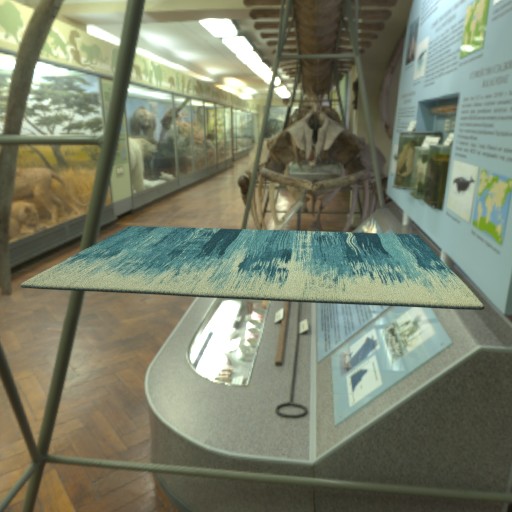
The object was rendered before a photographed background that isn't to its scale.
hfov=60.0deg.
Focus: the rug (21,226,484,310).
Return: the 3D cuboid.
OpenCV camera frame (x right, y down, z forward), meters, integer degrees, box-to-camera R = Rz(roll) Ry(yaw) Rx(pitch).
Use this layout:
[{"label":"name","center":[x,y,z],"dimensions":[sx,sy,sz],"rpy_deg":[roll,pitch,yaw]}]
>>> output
[{"label":"rug","center":[0.000,0.000,3.009],"dimensions":[2.450,0.027,1.540],"rpy_deg":[2,16,7]}]
